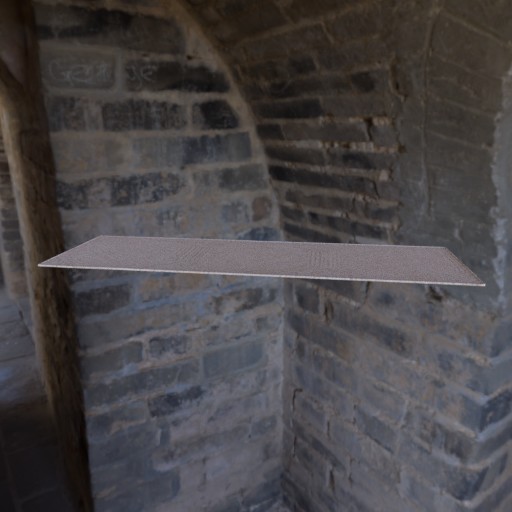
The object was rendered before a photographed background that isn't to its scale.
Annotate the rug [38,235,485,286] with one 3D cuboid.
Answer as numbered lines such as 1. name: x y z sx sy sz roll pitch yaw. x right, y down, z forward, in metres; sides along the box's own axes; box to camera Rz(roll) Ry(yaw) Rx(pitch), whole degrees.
1. rug: 0.000 0.000 2.768 2.452 0.012 0.775 2 16 8
